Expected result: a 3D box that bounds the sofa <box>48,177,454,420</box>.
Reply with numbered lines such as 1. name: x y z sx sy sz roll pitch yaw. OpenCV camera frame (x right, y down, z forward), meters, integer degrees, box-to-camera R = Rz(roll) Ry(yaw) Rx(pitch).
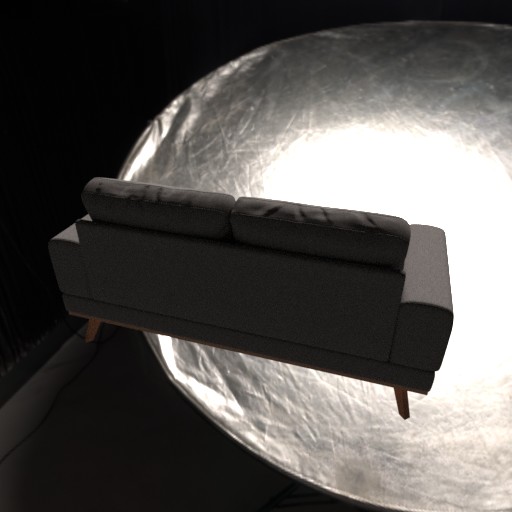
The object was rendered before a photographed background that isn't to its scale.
1. sofa: 0.000 0.000 2.053 1.650 0.810 0.785 9 32 15
